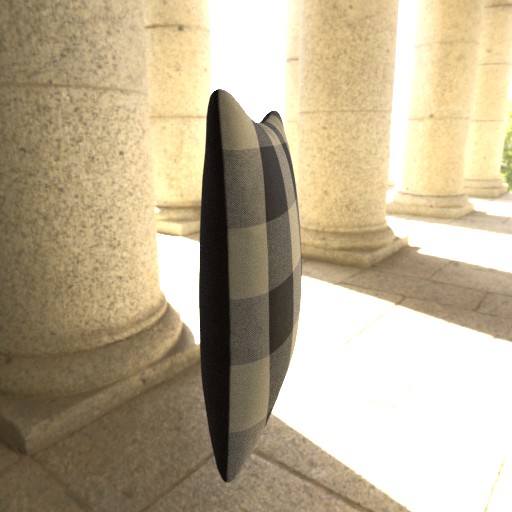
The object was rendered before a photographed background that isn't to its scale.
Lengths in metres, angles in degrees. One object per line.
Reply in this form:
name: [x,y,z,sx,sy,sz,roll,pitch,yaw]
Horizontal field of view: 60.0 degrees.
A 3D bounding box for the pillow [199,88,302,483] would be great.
pillow: [0.000,0.000,0.777,0.161,0.509,0.511,2,16,9]
